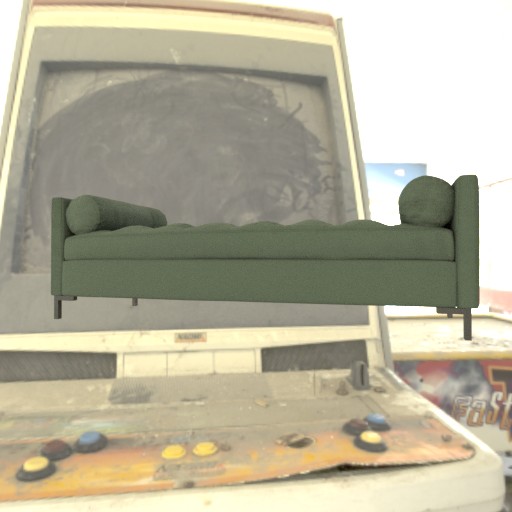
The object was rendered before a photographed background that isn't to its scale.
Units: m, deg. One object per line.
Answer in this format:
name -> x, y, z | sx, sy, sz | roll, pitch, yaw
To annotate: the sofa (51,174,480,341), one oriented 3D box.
sofa -> 0.000, 0.000, 2.427 | 2.130, 0.681, 0.817 | 0, -1, 18
